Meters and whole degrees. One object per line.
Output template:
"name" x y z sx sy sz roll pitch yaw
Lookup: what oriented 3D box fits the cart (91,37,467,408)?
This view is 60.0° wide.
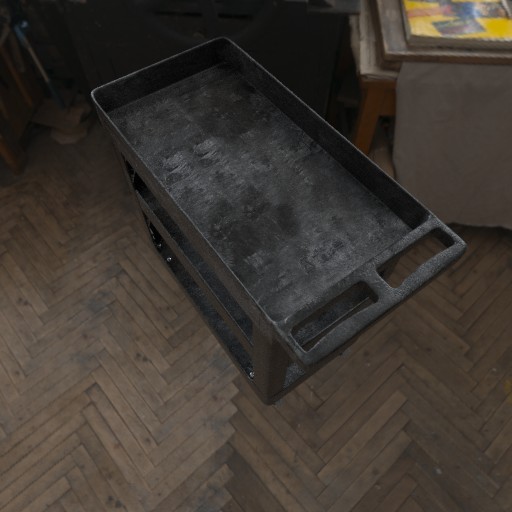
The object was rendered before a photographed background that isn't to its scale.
"cart" 0.000 0.000 1.344 0.420 0.824 0.877 -32 64 -18
